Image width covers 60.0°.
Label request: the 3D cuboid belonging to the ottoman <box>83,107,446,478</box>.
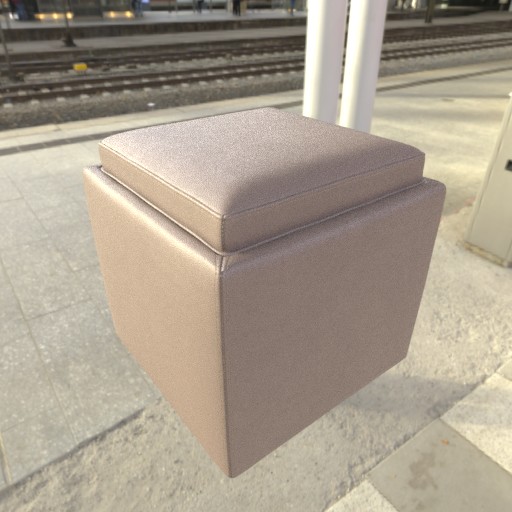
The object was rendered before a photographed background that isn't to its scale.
[{"bbox_3d":[0.000,0.000,0.815,0.451,0.460,0.450,-21,37,-32],"label":"ottoman"}]
